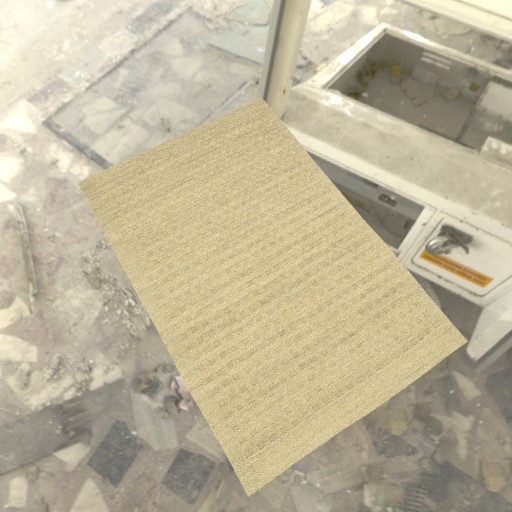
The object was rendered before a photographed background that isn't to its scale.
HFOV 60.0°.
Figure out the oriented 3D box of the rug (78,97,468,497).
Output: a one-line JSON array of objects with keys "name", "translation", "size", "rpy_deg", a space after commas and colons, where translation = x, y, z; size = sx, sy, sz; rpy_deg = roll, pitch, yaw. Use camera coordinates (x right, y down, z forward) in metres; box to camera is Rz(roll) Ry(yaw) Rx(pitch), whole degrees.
[{"name": "rug", "translation": [0.000, 0.000, 2.866], "size": [1.532, 0.018, 2.297], "rpy_deg": [-29, 68, -13]}]
